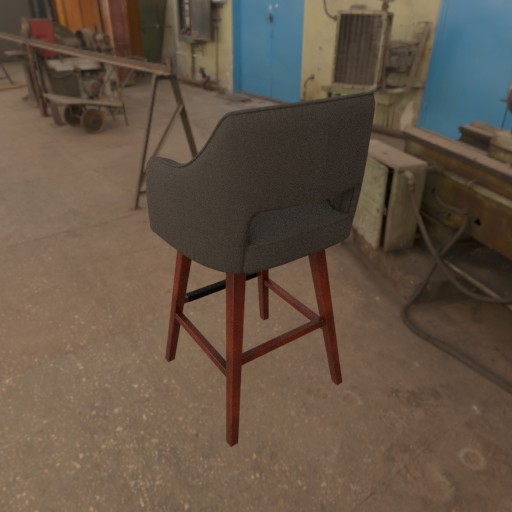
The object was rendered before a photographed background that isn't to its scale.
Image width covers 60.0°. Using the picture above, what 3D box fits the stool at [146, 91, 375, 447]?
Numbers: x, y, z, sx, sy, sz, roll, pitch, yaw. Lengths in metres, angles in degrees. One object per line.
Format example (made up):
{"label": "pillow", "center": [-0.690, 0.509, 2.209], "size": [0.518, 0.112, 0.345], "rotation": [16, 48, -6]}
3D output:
{"label": "stool", "center": [0.000, 0.000, 1.377], "size": [0.548, 1.012, 0.558], "rotation": [-19, 35, -30]}
